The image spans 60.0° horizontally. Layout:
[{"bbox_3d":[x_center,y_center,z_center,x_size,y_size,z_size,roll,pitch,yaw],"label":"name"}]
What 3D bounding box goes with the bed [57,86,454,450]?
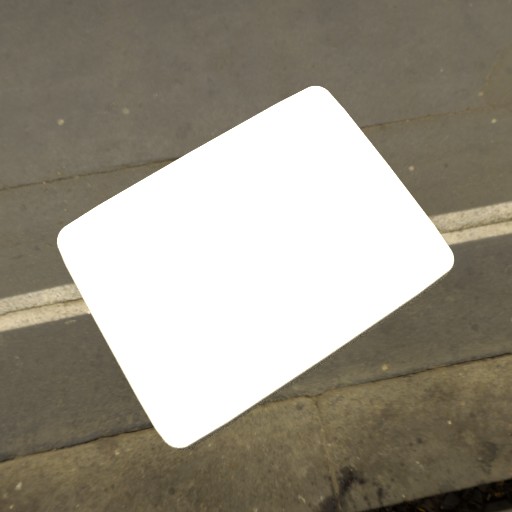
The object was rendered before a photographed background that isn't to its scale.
[{"bbox_3d":[0.000,0.000,2.764,2.036,0.460,1.520,-32,78,-8],"label":"bed"}]
